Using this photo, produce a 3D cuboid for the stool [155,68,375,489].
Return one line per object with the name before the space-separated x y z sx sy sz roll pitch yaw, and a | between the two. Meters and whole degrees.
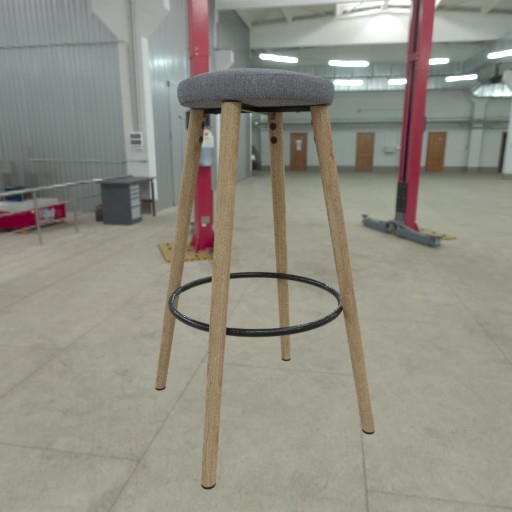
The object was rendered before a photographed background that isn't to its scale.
stool | 0.000 0.000 0.998 0.410 0.770 0.410 -7 16 -25
